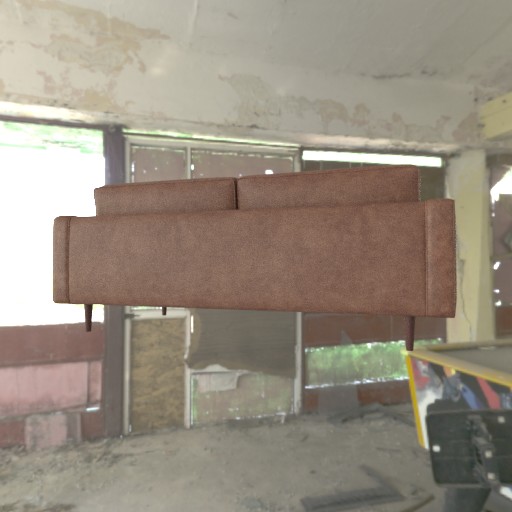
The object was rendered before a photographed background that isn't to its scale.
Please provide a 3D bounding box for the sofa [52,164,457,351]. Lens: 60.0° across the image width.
[{"bbox_3d":[0.000,0.000,2.335,1.870,0.760,0.910,0,-1,19],"label":"sofa"}]
